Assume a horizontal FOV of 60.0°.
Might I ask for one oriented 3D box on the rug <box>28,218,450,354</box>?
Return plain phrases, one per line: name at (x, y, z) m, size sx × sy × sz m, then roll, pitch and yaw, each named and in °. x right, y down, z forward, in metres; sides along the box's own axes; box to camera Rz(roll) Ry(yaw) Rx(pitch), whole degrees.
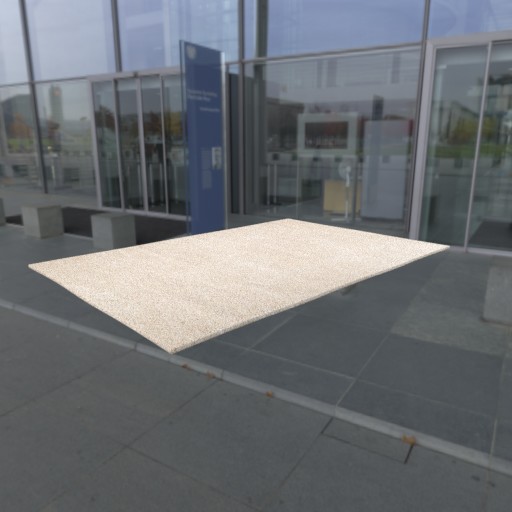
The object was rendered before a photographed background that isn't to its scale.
rug at (0.000, 0.000, 3.384) m, size 2.699 × 0.025 × 1.800 m, roll -14°, pitch 20°, yaw -42°
